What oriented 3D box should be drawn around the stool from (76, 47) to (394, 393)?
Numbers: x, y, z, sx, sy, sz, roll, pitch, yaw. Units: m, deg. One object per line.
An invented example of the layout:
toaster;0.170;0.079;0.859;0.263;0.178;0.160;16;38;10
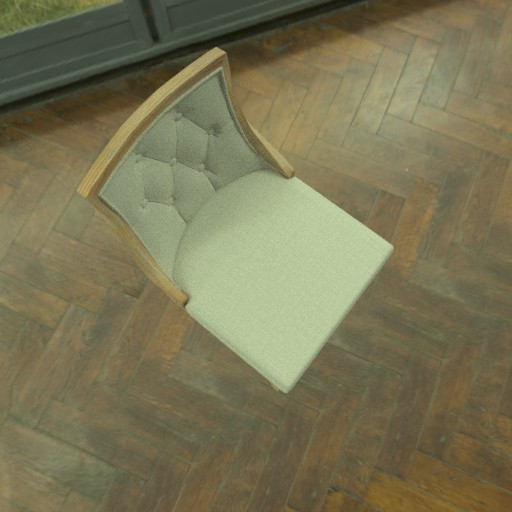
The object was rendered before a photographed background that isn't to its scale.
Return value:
stool;0.000;0.000;1.323;0.626;0.938;0.524;37;78;10
